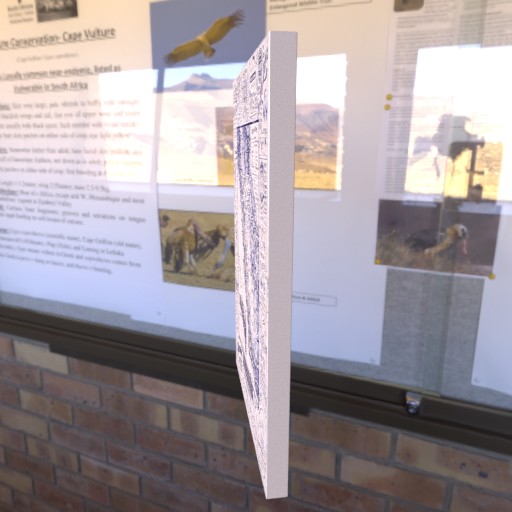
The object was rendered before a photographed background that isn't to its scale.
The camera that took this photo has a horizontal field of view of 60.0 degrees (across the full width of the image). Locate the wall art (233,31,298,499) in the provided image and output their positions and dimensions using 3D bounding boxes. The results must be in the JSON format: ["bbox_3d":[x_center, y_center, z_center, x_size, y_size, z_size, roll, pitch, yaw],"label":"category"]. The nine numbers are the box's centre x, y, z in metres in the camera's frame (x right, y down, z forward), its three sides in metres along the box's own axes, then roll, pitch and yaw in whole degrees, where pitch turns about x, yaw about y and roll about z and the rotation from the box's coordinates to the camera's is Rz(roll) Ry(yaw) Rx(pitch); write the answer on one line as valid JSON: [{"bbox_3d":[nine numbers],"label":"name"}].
[{"bbox_3d":[0.000,0.000,0.934,0.039,0.753,0.511,-2,14,-8],"label":"wall art"}]
